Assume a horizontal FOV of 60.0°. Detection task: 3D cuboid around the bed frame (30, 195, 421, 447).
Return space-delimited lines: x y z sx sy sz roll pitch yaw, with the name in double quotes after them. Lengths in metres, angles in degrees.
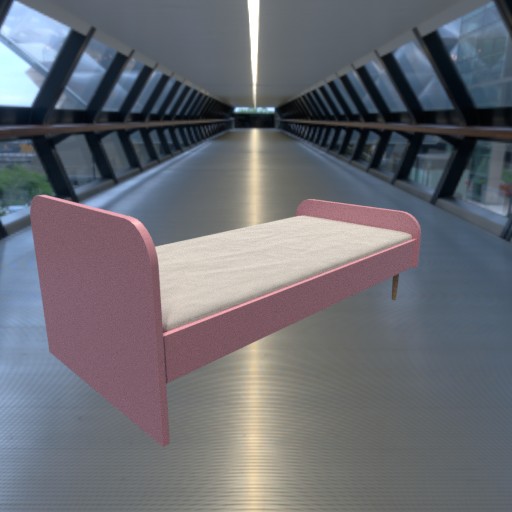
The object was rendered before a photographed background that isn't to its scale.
0.000 0.000 2.466 0.998 0.805 1.963 15 22 42 "bed frame"
